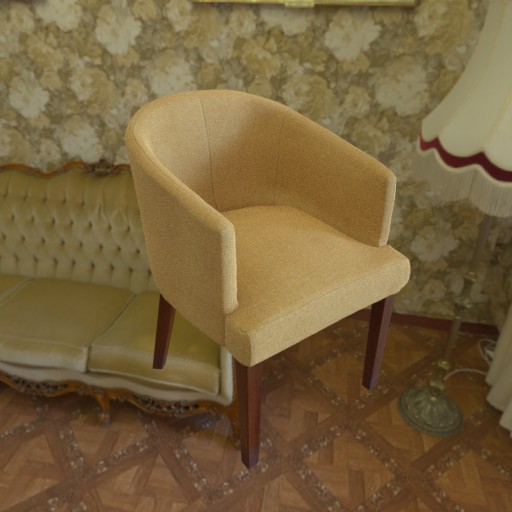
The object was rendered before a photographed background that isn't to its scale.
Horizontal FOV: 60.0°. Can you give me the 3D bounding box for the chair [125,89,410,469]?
[{"bbox_3d":[0.000,0.000,1.252,0.583,0.811,0.655,-20,35,-31],"label":"chair"}]
